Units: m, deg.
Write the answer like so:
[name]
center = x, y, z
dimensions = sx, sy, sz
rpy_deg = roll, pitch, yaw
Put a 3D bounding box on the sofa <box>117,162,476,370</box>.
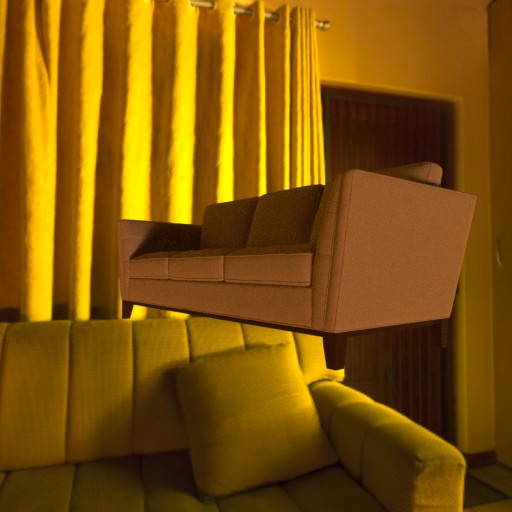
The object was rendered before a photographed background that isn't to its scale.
[sofa]
center = 0.000, 0.000, 2.865
dimensions = 0.965, 0.940, 2.388
rpy_deg = 1, -2, -38
